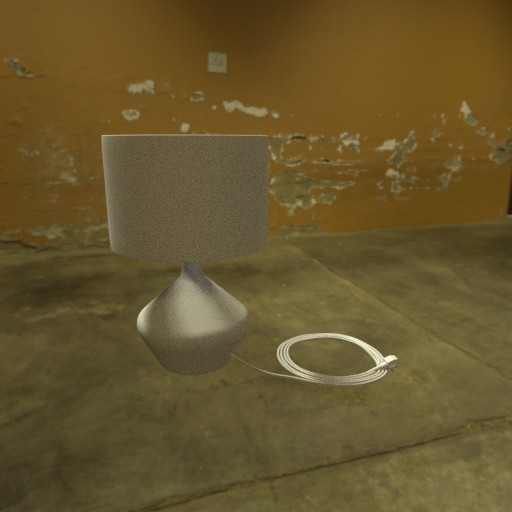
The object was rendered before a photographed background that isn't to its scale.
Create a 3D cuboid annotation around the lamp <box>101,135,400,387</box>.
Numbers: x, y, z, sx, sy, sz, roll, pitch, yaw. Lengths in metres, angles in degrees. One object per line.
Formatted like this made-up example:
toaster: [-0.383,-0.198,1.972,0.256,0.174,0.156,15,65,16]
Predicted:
lamp: [0.000,0.000,0.873,0.546,0.457,0.401,8,16,27]
